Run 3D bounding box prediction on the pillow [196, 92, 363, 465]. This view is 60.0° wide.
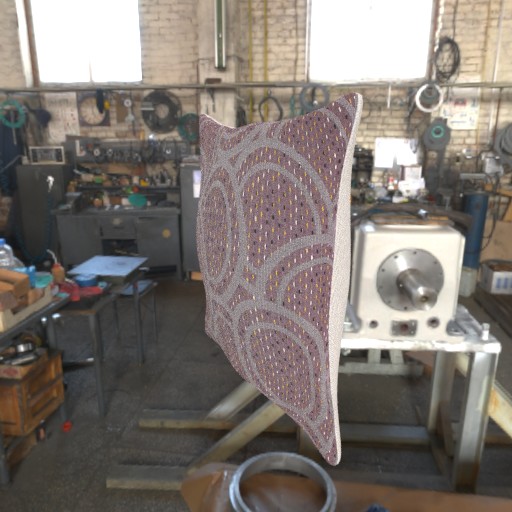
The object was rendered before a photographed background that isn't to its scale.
[{"bbox_3d":[0.000,0.000,0.797,0.163,0.513,0.514,-8,17,-26],"label":"pillow"}]
